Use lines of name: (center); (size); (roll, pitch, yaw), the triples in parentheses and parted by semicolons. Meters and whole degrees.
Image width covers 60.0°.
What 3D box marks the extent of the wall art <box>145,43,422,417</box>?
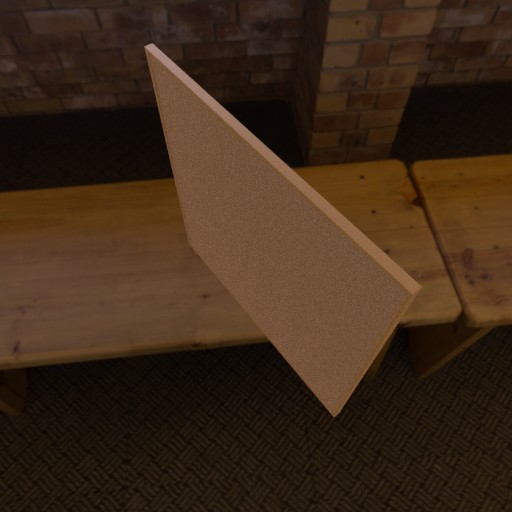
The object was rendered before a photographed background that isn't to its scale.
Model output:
wall art: (0.000, 0.000, 0.671); (0.013, 0.455, 0.457); (-33, 63, -19)
